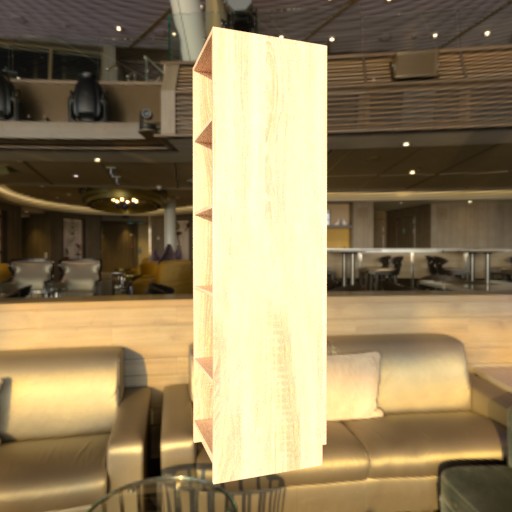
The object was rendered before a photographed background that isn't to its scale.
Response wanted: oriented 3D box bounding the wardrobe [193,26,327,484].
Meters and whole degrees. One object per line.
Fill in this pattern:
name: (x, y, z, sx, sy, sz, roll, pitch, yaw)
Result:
wardrobe: (0.000, 0.000, 2.378, 0.588, 2.117, 0.496, 0, 1, -19)
